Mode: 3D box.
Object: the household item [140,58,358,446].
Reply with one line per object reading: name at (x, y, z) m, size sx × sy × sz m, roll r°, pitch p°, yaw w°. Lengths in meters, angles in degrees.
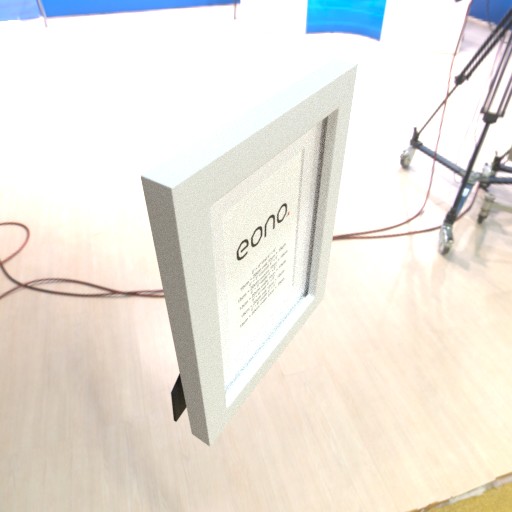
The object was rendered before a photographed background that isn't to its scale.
household item at (0.000, 0.000, 0.352) m, size 0.045 × 0.250 × 0.200 m, roll 24°, pitch 47°, yaw 25°
